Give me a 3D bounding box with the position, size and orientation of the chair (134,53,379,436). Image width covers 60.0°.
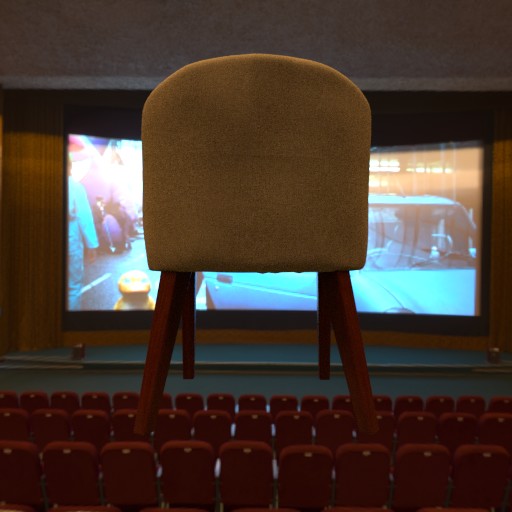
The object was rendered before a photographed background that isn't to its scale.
[{"bbox_3d":[0.000,0.000,1.196,0.583,0.811,0.655,0,0,0],"label":"chair"}]
